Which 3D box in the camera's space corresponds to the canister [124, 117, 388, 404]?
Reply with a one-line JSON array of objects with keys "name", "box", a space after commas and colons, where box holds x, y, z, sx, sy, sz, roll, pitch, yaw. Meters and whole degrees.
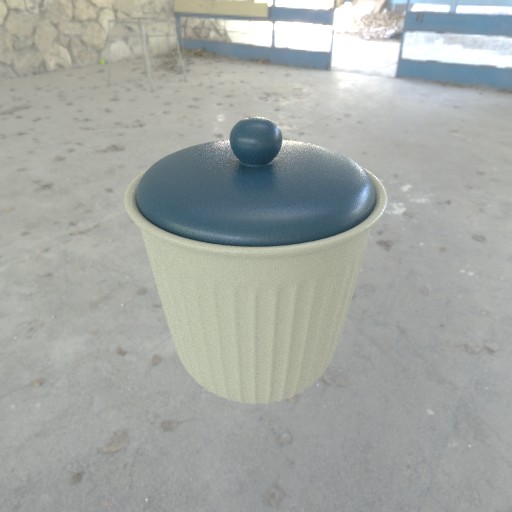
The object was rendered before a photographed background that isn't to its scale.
[{"name": "canister", "box": [0.000, 0.000, 0.344, 0.181, 0.211, 0.181, 0, 32, 0]}]
